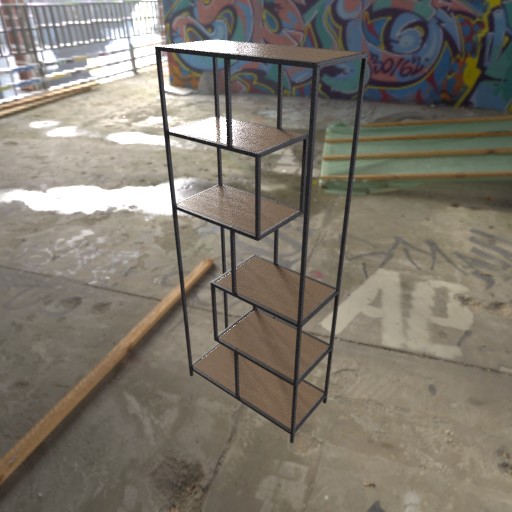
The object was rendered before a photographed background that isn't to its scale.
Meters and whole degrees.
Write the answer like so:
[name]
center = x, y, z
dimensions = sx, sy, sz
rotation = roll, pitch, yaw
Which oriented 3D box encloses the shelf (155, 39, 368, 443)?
[shelf]
center = 0.000, 0.000, 2.175
dimensions = 0.770, 1.850, 0.350
rotation = 22, 38, 32
